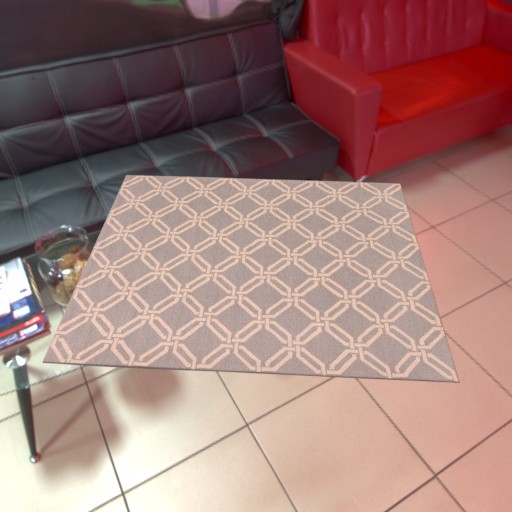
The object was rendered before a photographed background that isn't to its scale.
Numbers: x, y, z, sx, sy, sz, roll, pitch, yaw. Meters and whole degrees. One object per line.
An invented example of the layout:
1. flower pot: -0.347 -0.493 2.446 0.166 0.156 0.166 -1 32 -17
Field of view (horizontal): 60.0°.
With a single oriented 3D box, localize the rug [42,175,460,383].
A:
1. rug: 0.000 0.000 3.872 2.895 0.018 2.288 2 45 2
